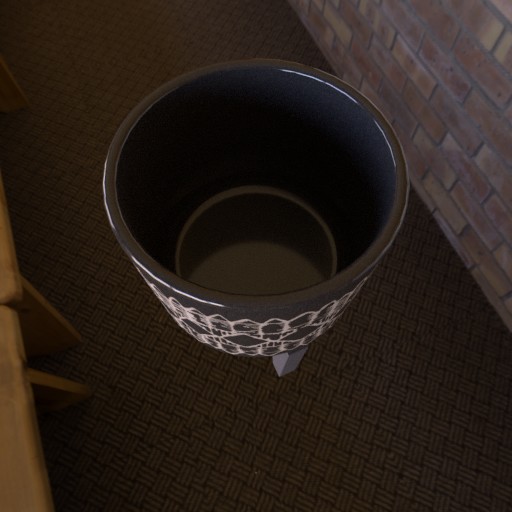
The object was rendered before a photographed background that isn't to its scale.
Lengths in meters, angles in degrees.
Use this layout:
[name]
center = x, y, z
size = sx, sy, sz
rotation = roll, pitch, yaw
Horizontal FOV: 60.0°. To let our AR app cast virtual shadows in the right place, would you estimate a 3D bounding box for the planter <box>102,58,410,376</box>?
[planter]
center = 0.000, 0.000, 0.266
size = 0.129, 0.177, 0.129
rotation = 0, 64, 0
